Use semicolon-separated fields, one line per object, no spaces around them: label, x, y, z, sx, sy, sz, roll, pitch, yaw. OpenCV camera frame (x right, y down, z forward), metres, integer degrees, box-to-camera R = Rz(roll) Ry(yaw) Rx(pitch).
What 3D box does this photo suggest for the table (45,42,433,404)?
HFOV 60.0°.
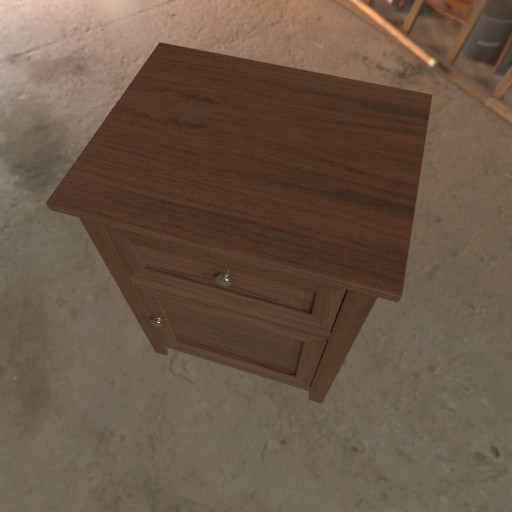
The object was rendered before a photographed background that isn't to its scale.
table;0.000;0.000;0.928;0.480;0.636;0.381;15;60;9
